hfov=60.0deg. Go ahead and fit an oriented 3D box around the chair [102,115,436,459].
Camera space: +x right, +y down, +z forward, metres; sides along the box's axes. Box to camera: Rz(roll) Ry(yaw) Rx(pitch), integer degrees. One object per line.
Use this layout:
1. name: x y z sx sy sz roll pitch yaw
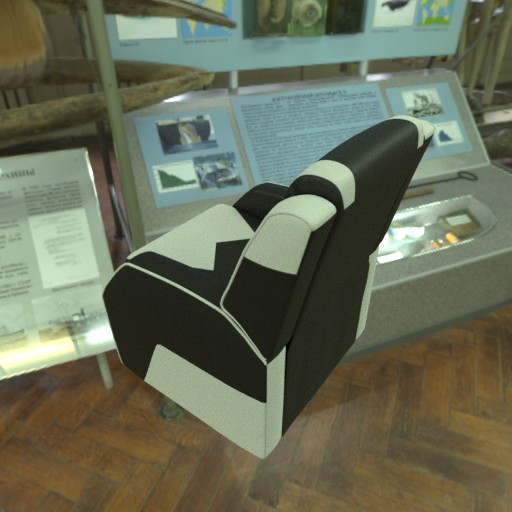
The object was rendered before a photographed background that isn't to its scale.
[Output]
1. chair: 0.000 0.000 1.253 0.672 0.805 0.620 22 40 29
